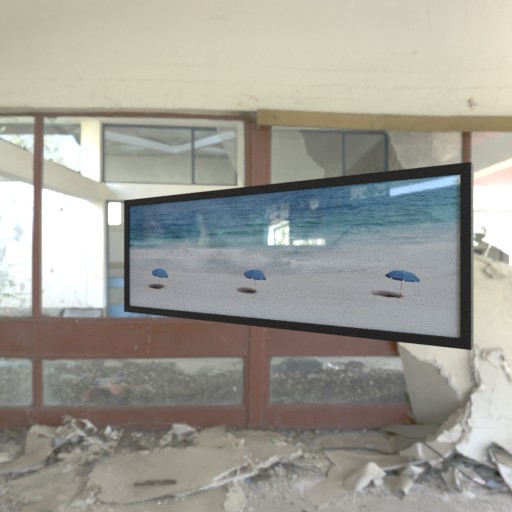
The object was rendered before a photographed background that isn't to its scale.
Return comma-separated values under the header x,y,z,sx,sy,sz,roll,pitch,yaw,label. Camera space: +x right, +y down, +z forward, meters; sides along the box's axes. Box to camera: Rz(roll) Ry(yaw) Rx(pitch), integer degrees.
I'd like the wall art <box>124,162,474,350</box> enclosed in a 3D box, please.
x,y,z,sx,sy,sz,roll,pitch,yaw,label
0.000,0.000,1.769,1.572,0.554,0.041,0,0,35,wall art
